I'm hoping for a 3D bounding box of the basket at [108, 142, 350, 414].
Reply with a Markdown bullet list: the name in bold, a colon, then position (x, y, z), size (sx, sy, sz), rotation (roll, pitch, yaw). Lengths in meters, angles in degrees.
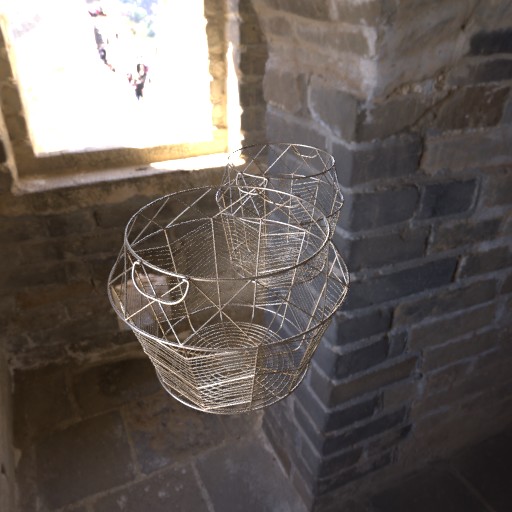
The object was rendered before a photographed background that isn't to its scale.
- **basket**: position (0.000, 0.000, 1.032), size (0.451, 0.343, 0.805), rotation (8, 32, 14)
